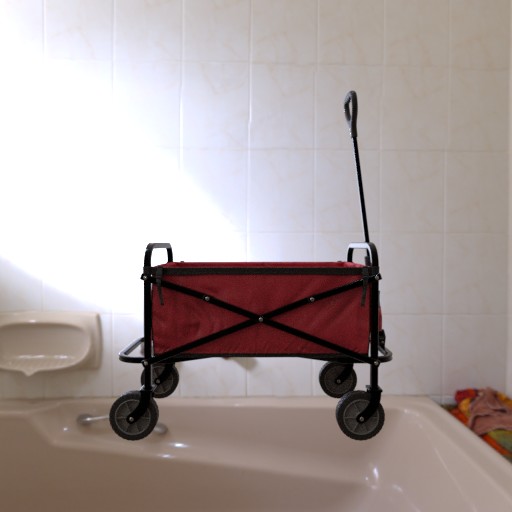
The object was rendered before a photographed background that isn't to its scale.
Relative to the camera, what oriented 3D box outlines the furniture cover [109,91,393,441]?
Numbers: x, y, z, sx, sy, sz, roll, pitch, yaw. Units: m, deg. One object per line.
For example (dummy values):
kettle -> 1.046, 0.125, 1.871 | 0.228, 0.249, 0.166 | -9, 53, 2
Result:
furniture cover -> 0.000, 0.000, 1.781 | 1.038, 1.295, 0.532 | 0, 2, 0
